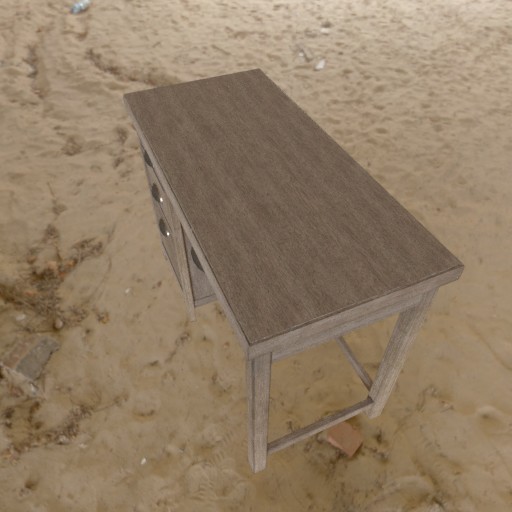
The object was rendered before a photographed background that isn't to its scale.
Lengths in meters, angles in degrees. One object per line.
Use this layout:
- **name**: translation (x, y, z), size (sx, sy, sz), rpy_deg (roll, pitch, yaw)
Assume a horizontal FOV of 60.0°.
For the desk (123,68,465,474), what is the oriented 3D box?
- **desk**: translation (0.000, 0.000, 1.787), size (0.610, 0.912, 1.289), rpy_deg (-18, 49, -16)
